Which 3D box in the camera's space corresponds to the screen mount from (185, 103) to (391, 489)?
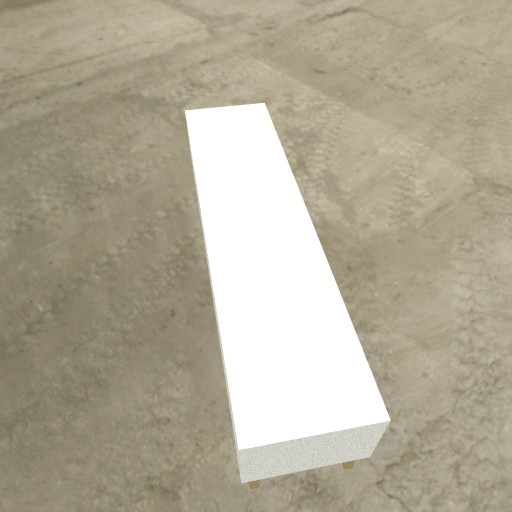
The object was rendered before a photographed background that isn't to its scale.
[{"bbox_3d":[0.000,0.000,1.825,0.399,0.432,1.644,-8,48,-7],"label":"screen mount"}]
